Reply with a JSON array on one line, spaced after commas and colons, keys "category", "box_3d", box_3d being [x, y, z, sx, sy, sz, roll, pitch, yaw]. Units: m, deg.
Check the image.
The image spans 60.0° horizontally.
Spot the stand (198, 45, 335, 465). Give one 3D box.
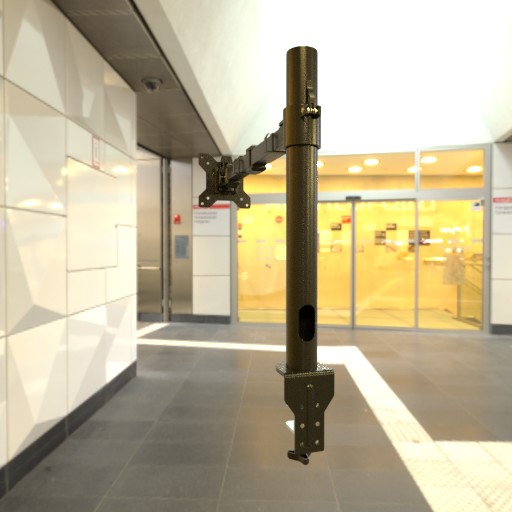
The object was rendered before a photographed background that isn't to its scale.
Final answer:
[{"category": "stand", "box_3d": [0.000, 0.000, 0.739, 0.115, 0.510, 0.456, 0, 1, -17]}]
